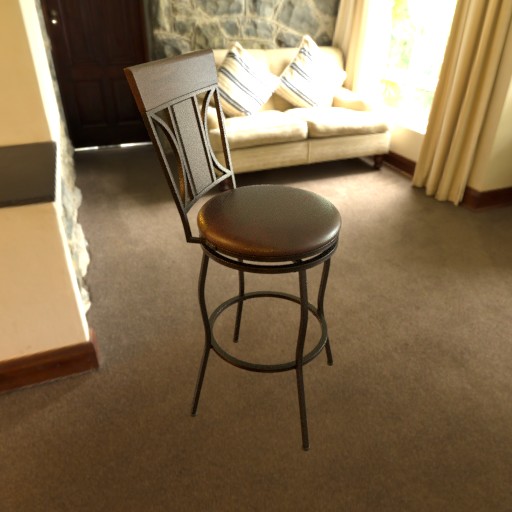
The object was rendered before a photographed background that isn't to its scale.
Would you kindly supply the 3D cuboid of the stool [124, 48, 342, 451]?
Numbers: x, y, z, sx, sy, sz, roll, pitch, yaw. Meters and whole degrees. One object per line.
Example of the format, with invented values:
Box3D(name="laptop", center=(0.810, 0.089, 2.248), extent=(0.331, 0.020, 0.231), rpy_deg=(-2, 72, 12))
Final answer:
Box3D(name="stool", center=(0.000, 0.000, 1.390), extent=(0.513, 1.130, 0.448), rpy_deg=(10, 32, 17))
